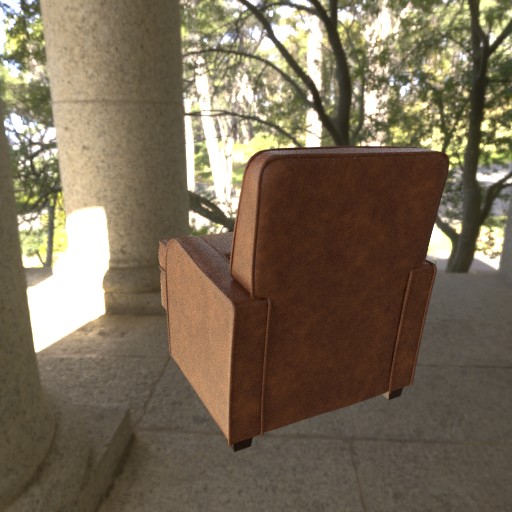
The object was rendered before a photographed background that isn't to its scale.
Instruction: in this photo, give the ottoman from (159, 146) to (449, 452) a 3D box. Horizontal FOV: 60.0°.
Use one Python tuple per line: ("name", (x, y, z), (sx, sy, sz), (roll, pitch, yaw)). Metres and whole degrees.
("ottoman", (0.000, 0.000, 1.829), (0.732, 0.904, 1.314), (-7, 17, -26))
